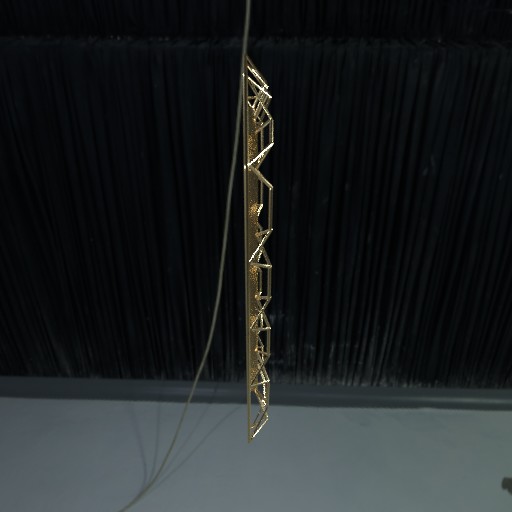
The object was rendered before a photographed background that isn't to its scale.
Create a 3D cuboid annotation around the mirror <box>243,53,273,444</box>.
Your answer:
[{"bbox_3d":[0.000,0.000,1.077,0.051,0.870,0.572,-1,30,-1],"label":"mirror"}]
